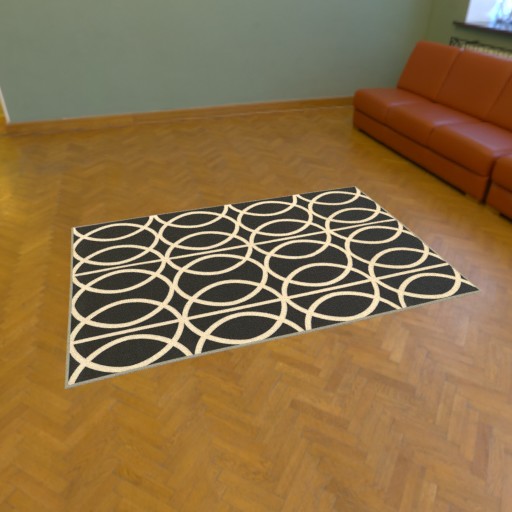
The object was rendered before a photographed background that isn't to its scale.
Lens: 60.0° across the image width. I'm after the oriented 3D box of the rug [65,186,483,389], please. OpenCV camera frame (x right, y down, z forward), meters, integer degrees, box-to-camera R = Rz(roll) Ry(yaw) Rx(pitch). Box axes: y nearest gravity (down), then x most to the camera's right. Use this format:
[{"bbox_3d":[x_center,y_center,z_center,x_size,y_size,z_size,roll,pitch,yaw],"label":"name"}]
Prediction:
[{"bbox_3d":[0.000,0.000,2.879,2.294,0.014,1.528,-10,35,-15],"label":"rug"}]
